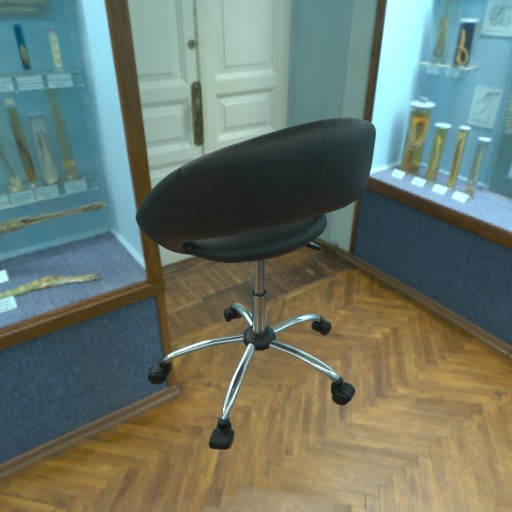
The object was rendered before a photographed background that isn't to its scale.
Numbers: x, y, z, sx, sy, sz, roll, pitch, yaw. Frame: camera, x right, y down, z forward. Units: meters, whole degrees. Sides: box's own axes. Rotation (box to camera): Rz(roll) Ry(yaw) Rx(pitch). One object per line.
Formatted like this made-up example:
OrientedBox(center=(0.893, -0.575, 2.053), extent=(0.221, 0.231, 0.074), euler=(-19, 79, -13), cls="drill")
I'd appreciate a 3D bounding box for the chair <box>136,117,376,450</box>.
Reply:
OrientedBox(center=(0.000, 0.000, 1.167), extent=(0.612, 0.791, 0.538), euler=(-18, 35, -27), cls="chair")
